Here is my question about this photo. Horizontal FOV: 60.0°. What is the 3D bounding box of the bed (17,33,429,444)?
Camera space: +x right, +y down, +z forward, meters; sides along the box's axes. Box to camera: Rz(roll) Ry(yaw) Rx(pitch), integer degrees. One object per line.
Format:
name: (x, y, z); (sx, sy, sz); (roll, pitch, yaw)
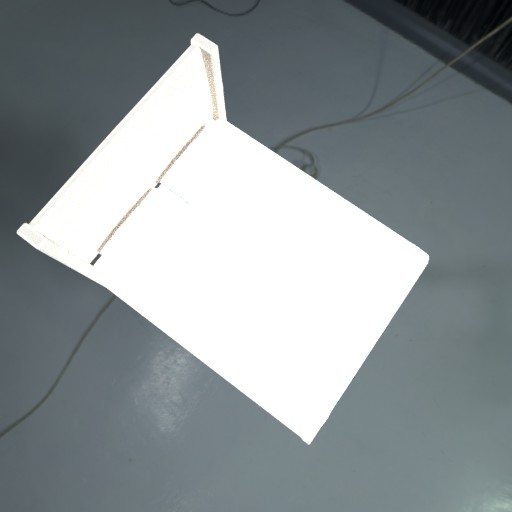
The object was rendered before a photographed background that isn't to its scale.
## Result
bed: (0.000, 0.000, 3.384); (2.293, 1.471, 1.778); (35, 78, 9)
